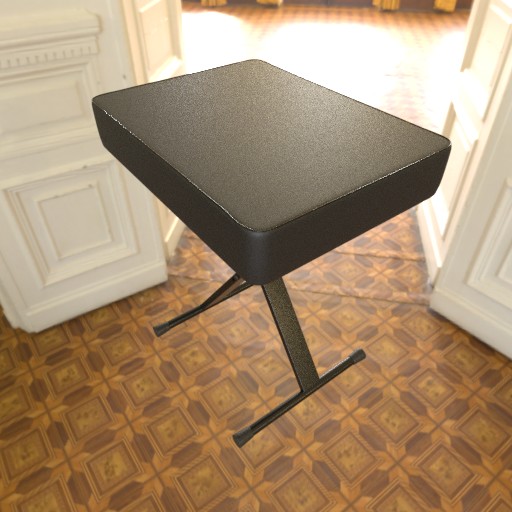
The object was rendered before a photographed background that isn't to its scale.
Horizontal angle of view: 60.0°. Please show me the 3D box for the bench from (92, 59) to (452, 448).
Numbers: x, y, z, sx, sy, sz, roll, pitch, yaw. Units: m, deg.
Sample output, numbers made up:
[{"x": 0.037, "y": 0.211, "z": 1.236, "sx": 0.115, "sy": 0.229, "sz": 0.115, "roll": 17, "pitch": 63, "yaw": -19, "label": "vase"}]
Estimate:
[{"x": 0.000, "y": 0.000, "z": 0.771, "sx": 0.321, "sy": 0.500, "sz": 0.424, "roll": -26, "pitch": 47, "yaw": -27, "label": "bench"}]
